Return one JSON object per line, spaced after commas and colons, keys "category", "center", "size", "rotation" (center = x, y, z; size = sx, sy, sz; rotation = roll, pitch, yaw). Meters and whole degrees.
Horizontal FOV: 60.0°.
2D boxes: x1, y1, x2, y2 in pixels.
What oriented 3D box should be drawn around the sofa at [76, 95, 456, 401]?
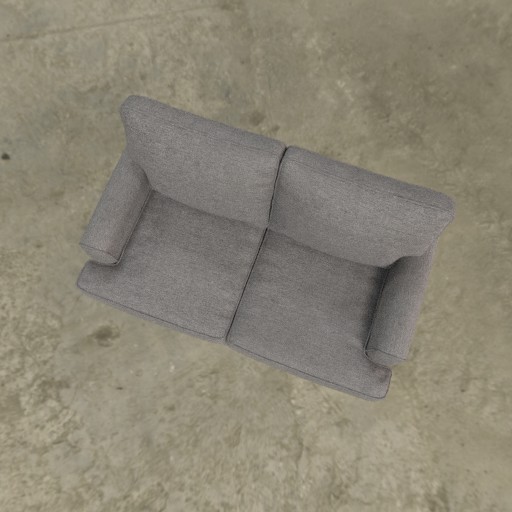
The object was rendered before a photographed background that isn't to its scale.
{"category": "sofa", "center": [0.000, 0.000, 2.234], "size": [1.651, 0.965, 0.965], "rotation": [19, 76, 5]}
